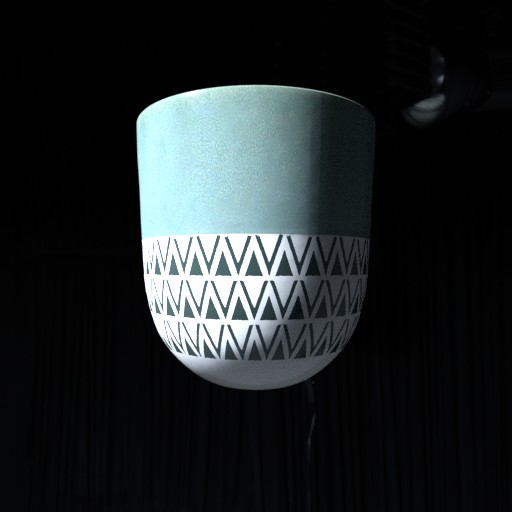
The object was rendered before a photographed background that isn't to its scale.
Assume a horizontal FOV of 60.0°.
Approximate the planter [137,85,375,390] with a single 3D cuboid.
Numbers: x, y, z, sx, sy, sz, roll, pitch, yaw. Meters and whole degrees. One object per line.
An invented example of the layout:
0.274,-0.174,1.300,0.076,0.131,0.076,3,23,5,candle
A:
0.000,0.000,0.379,0.198,0.214,0.198,0,-1,0,planter
